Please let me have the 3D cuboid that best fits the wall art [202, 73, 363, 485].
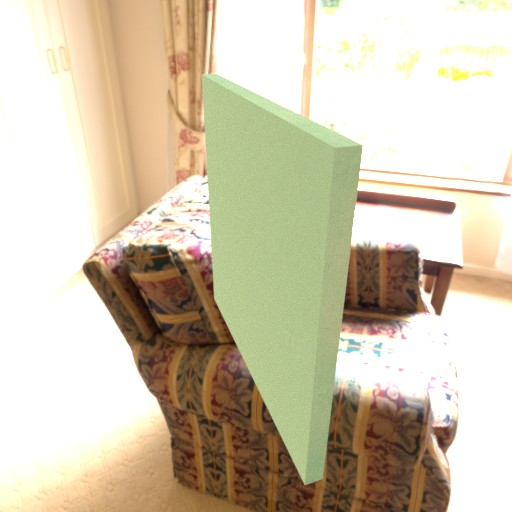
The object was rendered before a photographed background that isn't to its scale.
[{"bbox_3d":[0.000,0.000,0.884,0.036,0.603,0.603,-10,31,-17],"label":"wall art"}]
